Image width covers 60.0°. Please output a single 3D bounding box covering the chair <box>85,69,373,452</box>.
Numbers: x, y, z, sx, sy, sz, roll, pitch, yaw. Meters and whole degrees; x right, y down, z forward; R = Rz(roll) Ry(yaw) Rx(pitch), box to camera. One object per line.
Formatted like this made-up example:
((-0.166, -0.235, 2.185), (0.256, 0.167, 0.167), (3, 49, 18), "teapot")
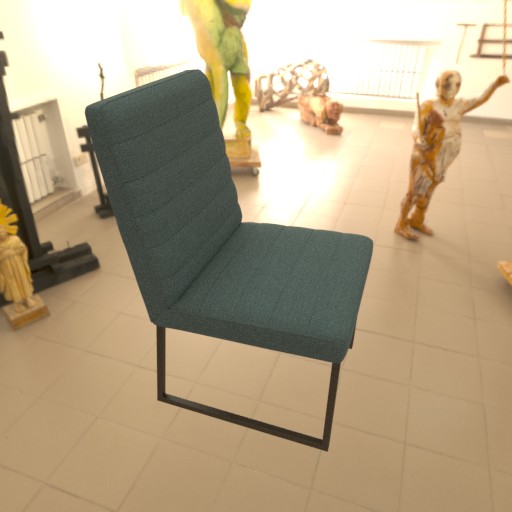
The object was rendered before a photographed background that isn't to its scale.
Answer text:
((0.000, 0.000, 1.295), (0.634, 0.930, 0.520), (10, 33, 16), "chair")
